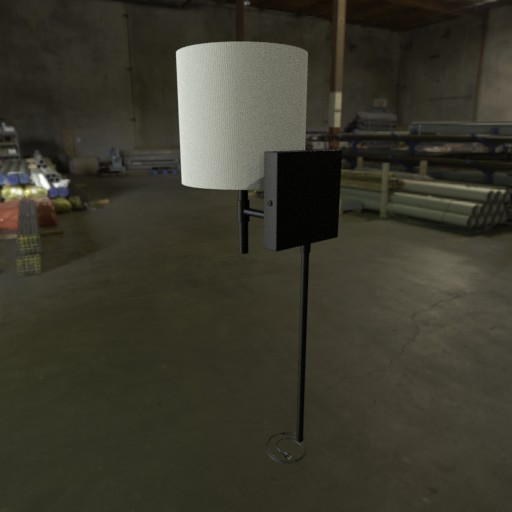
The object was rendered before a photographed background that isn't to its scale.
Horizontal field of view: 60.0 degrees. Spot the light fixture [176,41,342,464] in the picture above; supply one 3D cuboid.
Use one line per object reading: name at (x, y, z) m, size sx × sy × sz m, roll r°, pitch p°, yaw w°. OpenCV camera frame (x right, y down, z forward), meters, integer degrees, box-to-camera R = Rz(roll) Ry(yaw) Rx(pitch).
light fixture at (0.000, 0.000, 0.695) m, size 0.188 × 0.589 × 0.248 m, roll -13°, pitch 20°, yaw -40°
